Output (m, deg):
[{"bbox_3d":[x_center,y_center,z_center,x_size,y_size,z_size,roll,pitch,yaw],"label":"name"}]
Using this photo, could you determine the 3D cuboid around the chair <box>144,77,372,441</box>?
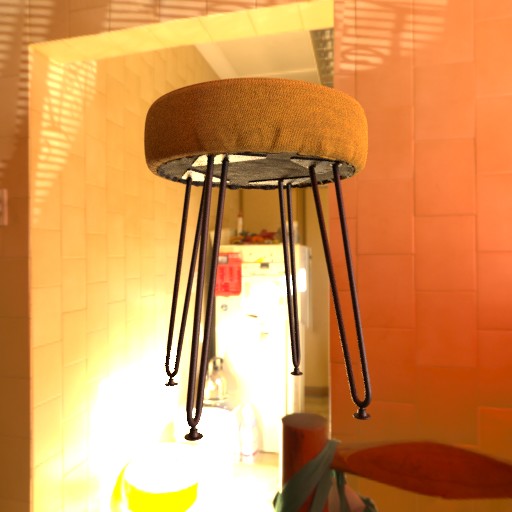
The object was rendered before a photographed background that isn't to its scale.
[{"bbox_3d":[0.000,0.000,0.705,0.345,0.455,0.345,0,0,-17],"label":"chair"}]
